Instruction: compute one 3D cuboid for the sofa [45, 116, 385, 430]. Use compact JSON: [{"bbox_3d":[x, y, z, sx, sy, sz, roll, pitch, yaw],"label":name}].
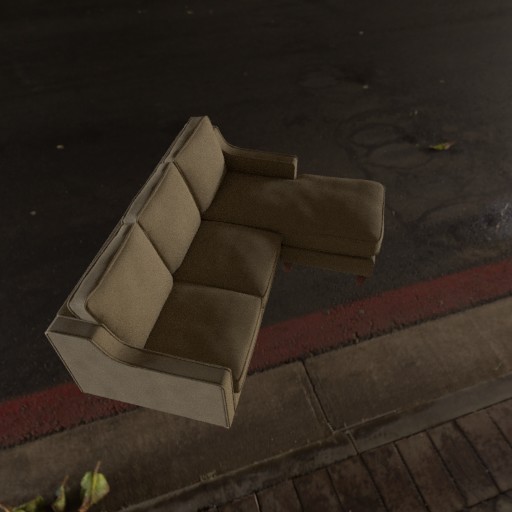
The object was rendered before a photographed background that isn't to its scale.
[{"bbox_3d":[0.000,0.000,3.320,1.858,1.066,2.317,10,47,9],"label":"sofa"}]
